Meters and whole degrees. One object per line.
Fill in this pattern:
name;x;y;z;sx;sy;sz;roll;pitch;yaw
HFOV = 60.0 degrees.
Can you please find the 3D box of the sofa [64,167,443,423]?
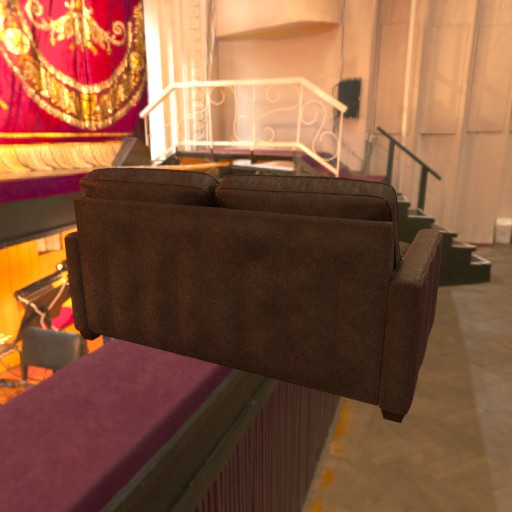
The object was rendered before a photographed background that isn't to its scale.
sofa;0.000;0.000;2.292;1.732;0.916;0.939;7;17;25
